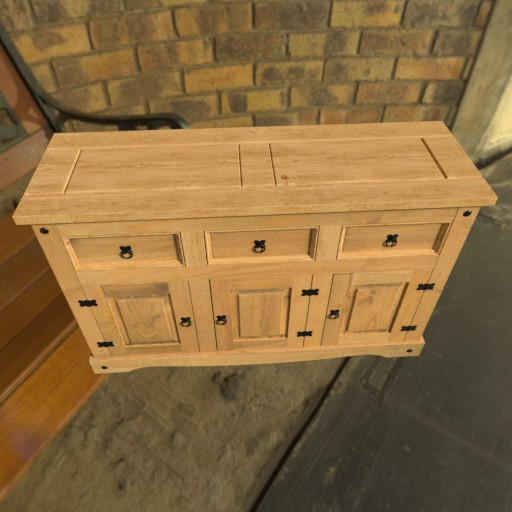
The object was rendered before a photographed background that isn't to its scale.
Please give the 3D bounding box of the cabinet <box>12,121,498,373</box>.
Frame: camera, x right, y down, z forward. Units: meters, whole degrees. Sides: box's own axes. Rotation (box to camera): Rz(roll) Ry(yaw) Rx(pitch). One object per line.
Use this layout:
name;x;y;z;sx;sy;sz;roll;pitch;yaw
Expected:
cabinet;0.000;0.000;1.642;1.321;0.810;0.432;-3;45;-3
